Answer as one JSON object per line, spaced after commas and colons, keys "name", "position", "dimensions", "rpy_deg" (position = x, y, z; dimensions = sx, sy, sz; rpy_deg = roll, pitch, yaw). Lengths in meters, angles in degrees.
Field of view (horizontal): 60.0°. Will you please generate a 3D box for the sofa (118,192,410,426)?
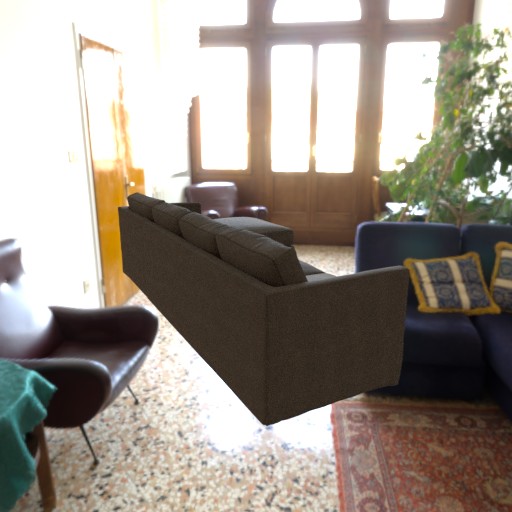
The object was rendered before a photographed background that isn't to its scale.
{"name": "sofa", "position": [0.000, 0.000, 3.821], "dimensions": [1.650, 0.922, 3.205], "rpy_deg": [-8, 16, -28]}
